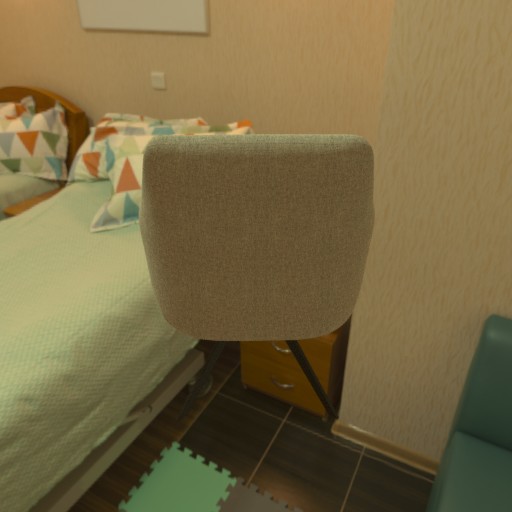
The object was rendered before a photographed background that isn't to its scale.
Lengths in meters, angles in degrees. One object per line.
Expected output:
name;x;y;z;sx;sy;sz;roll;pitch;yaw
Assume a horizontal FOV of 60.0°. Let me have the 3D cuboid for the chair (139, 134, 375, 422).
chair;0.000;0.000;1.330;0.642;0.874;0.677;-1;29;-1
